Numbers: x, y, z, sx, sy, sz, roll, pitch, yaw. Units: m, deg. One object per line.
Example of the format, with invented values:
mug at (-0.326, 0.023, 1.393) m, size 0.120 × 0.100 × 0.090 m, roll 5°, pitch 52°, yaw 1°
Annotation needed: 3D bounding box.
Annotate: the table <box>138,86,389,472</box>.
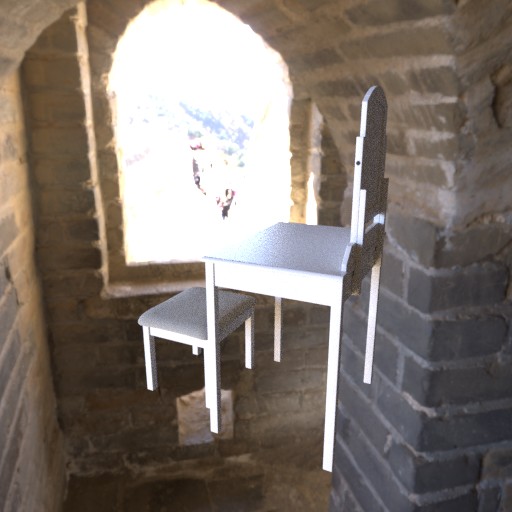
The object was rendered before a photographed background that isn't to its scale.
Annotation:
table at (0.000, 0.000, 2.331) m, size 1.211 × 1.631 × 0.876 m, roll 8°, pitch 18°, yaw 25°
